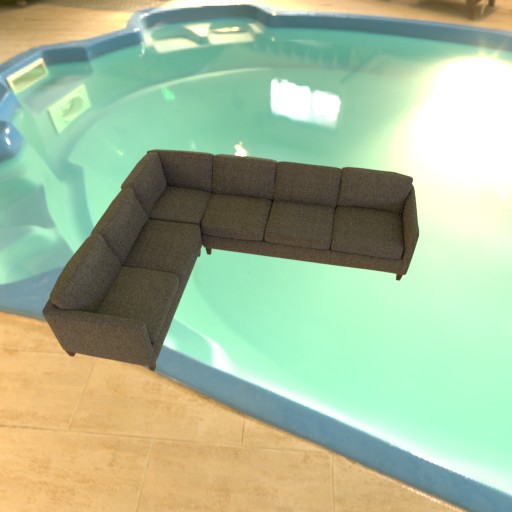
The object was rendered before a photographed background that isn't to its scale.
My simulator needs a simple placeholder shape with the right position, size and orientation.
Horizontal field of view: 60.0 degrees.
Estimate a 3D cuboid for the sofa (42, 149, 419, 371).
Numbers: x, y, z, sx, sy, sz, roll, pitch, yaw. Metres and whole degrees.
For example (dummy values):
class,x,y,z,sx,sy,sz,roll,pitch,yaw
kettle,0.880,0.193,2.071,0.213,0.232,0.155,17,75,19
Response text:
class,x,y,z,sx,sy,sz,roll,pitch,yaw
sofa,0.000,0.000,4.630,3.302,0.947,2.593,8,46,8
